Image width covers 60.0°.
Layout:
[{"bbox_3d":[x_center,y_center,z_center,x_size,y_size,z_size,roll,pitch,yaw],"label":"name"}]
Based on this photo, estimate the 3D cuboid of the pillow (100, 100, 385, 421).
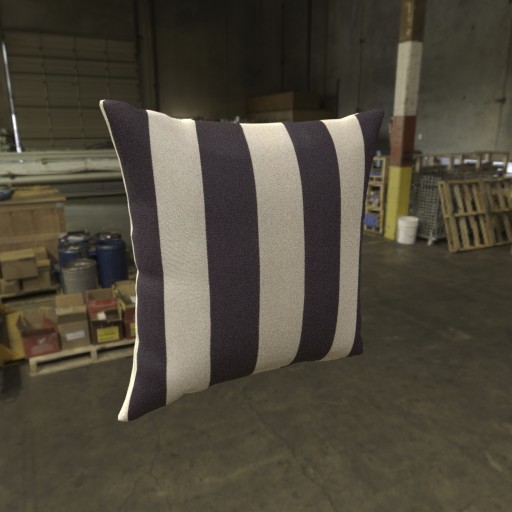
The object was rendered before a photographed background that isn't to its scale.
[{"bbox_3d":[0.000,0.000,0.813,0.536,0.526,0.189,-8,17,-26],"label":"pillow"}]
